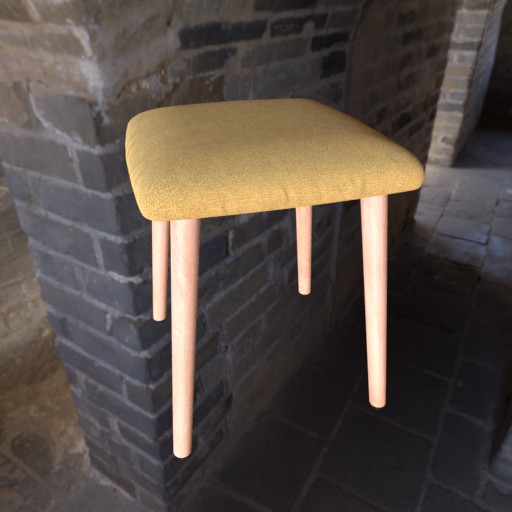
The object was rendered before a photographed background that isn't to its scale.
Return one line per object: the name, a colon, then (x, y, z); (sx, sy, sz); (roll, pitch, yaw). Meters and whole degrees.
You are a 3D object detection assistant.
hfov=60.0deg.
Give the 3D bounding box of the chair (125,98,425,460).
chair: (0.000, 0.000, 0.705); (0.350, 0.440, 0.350); (-9, 32, -14)
